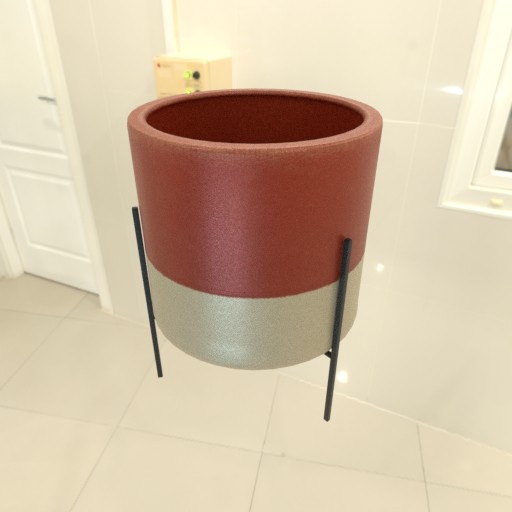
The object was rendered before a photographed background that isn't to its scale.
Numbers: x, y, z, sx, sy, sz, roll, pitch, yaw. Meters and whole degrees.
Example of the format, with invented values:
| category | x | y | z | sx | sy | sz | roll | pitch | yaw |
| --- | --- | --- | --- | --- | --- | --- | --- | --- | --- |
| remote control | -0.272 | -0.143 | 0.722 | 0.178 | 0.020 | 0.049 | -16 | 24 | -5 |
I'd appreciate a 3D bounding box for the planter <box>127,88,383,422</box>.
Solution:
| category | x | y | z | sx | sy | sz | roll | pitch | yaw |
| --- | --- | --- | --- | --- | --- | --- | --- | --- | --- |
| planter | 0.000 | 0.000 | 0.728 | 0.345 | 0.465 | 0.354 | 10 | 32 | 16 |
